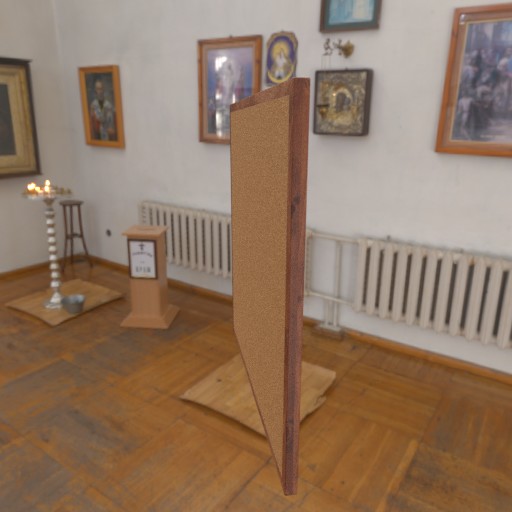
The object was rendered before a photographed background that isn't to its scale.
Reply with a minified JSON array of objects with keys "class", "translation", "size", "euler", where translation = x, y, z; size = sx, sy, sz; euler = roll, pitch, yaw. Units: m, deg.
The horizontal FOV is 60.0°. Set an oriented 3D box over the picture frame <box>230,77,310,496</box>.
[{"class":"picture frame","translation":[0.000,0.000,1.199],"size":[0.029,0.817,0.810],"euler":[-3,16,-10]}]
